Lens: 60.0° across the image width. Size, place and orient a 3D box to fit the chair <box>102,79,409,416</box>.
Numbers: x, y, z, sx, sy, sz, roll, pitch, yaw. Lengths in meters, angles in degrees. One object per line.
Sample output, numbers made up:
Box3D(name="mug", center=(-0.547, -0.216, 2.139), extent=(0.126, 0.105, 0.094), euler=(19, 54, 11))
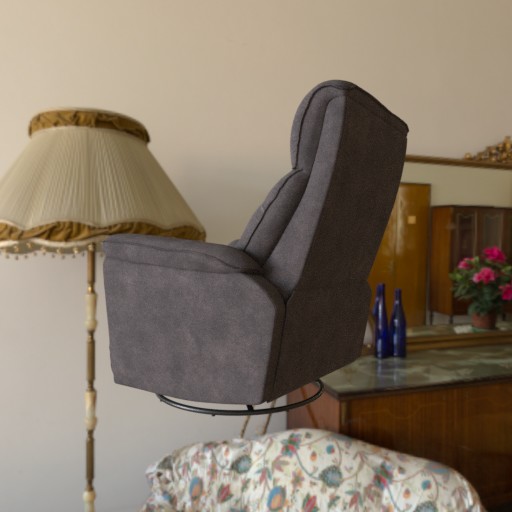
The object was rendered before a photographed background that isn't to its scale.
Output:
Box3D(name="chair", center=(0.000, 0.000, 1.700), extent=(1.009, 1.035, 0.830), euler=(0, 0, 36))
